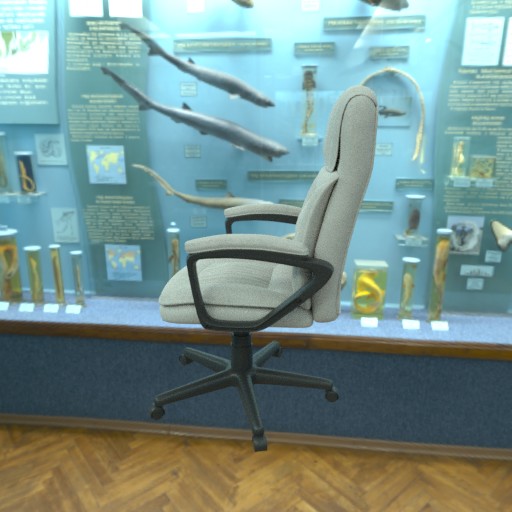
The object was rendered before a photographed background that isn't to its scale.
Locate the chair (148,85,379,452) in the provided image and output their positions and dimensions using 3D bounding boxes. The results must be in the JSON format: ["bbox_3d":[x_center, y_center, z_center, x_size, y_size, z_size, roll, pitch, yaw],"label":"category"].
[{"bbox_3d":[0.000,0.000,1.557,0.724,1.105,0.667,2,16,7],"label":"chair"}]
